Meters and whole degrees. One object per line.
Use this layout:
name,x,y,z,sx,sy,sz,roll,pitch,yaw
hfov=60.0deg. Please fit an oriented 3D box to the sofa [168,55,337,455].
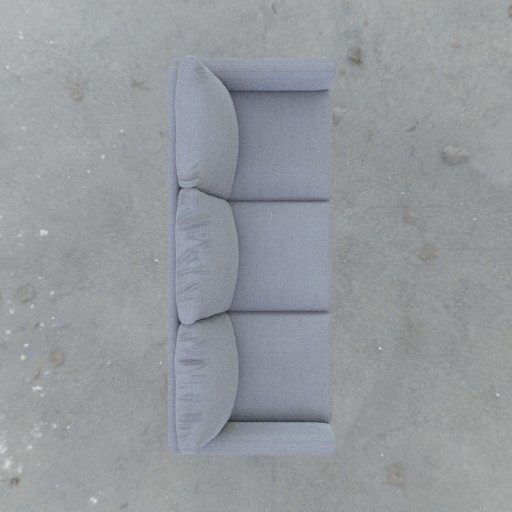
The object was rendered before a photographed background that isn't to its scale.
sofa,0.000,0.000,2.374,0.850,0.830,2.000,0,90,0
